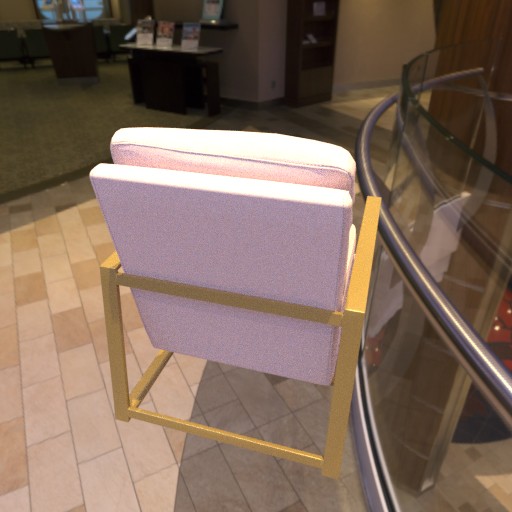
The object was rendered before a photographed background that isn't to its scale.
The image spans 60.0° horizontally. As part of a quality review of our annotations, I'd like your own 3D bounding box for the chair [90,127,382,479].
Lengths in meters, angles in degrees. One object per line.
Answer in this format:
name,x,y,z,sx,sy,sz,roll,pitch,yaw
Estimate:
chair,0.000,0.000,1.498,0.758,0.956,0.813,9,32,14
